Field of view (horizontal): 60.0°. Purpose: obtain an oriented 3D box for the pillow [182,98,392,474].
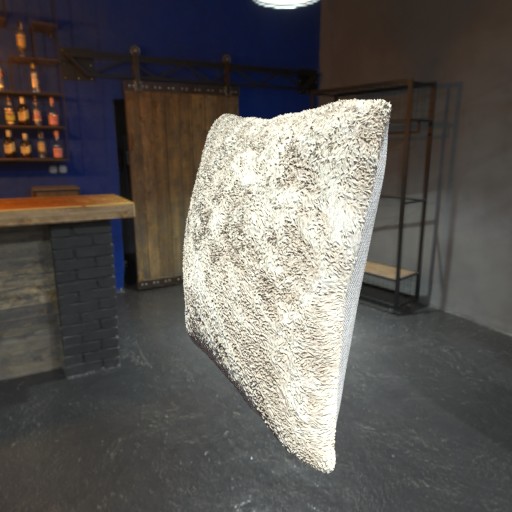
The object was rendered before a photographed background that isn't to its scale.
[{"bbox_3d":[0.000,0.000,0.789,0.218,0.515,0.529,-7,16,-26],"label":"pillow"}]
